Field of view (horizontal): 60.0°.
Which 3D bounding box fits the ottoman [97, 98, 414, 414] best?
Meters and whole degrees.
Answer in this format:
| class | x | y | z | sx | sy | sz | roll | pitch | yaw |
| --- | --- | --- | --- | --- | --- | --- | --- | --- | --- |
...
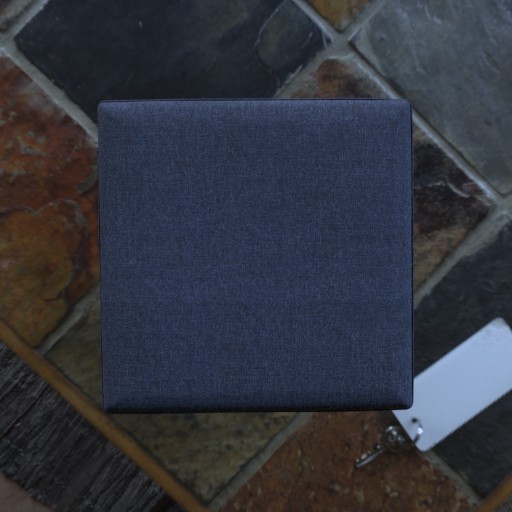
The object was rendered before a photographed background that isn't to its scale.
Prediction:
| class | x | y | z | sx | sy | sz | roll | pitch | yaw |
| --- | --- | --- | --- | --- | --- | --- | --- | --- | --- |
| ottoman | 0.000 | 0.000 | 1.580 | 1.023 | 0.423 | 1.017 | 0 | 91 | 0 |
